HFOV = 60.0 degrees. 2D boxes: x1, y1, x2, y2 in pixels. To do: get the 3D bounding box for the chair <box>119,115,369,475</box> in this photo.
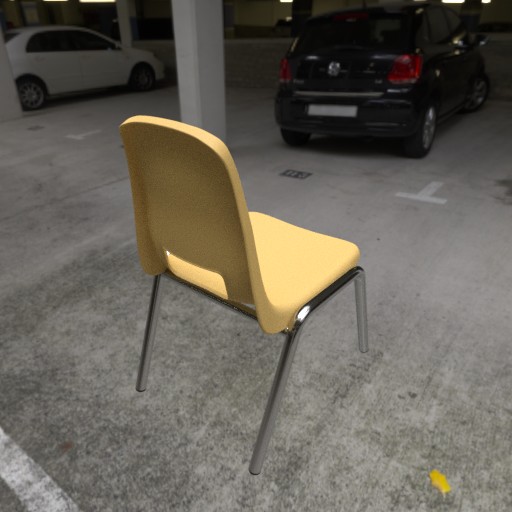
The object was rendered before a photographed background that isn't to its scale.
[{"bbox_3d":[0.000,0.000,0.850,0.354,0.586,0.423,21,37,32],"label":"chair"}]
